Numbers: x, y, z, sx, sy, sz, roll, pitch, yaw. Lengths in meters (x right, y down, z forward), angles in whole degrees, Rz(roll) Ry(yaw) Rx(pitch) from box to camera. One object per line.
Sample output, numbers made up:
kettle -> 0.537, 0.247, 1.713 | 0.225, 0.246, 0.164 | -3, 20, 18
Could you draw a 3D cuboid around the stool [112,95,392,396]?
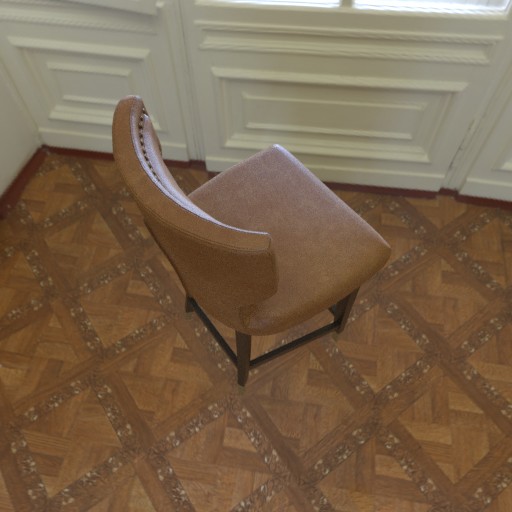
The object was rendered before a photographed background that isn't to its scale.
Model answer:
stool -> 0.000, 0.000, 1.299 | 0.563, 0.982, 0.526 | -32, 63, -19
